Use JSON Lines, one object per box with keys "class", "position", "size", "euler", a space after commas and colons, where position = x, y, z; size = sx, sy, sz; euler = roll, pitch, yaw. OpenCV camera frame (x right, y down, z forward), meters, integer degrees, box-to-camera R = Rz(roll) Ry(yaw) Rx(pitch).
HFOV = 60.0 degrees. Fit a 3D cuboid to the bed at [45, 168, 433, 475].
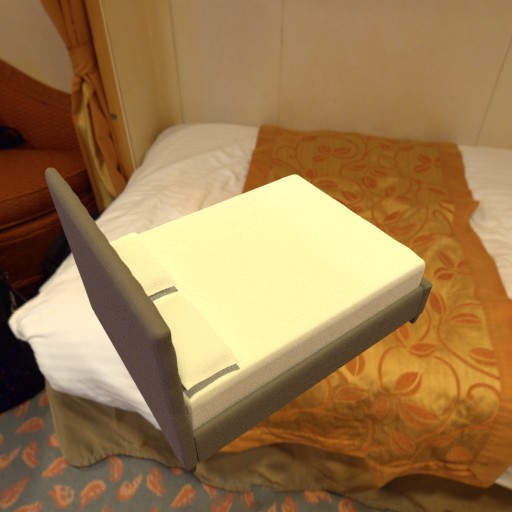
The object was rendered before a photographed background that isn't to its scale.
{"class": "bed", "position": [0.000, 0.000, 3.312], "size": [2.233, 1.426, 1.696], "euler": [-25, 47, -26]}
